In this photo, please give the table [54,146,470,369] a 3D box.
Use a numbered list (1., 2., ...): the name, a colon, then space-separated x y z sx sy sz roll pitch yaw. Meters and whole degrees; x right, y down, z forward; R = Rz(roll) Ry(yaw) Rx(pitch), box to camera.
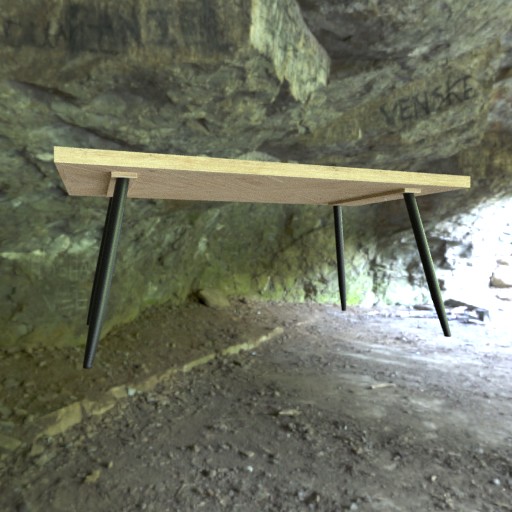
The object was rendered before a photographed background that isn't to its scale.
1. table: 0.000 0.000 2.265 1.803 0.762 0.991 0 1 -20
